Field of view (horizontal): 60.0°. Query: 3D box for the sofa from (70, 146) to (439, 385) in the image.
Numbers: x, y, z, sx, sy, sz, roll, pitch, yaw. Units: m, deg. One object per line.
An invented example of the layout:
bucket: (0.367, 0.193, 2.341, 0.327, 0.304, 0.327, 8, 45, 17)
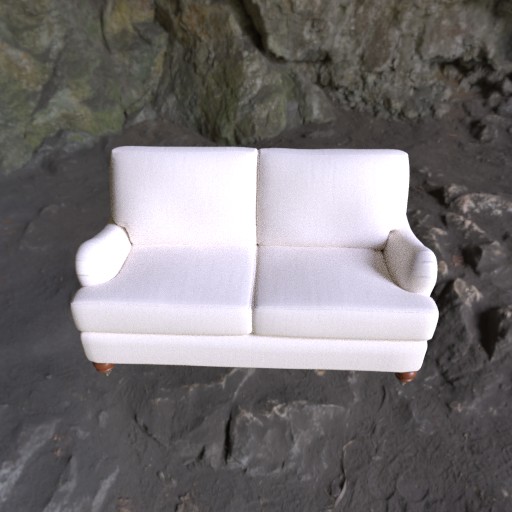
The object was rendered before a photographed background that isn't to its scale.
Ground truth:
sofa: (0.000, 0.000, 2.572, 1.853, 1.101, 1.084, 1, 30, 2)
